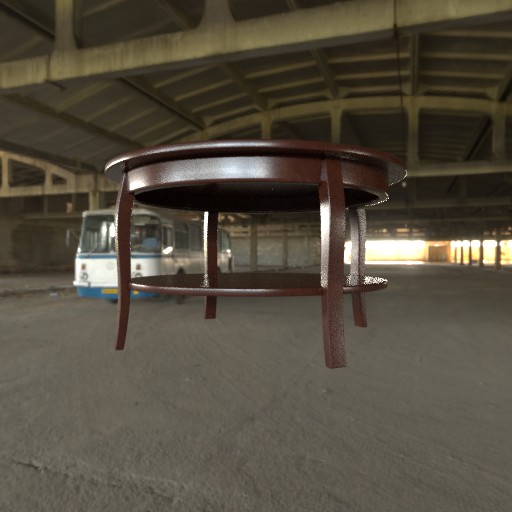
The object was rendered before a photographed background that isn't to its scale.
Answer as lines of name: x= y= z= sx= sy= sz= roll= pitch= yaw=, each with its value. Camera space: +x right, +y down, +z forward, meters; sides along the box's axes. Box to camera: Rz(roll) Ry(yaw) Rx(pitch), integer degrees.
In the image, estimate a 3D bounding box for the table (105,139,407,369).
table: x=0.000 y=0.000 z=1.412 sx=0.911 sy=0.512 sz=0.911 roll=0 pitch=0 yaw=0
